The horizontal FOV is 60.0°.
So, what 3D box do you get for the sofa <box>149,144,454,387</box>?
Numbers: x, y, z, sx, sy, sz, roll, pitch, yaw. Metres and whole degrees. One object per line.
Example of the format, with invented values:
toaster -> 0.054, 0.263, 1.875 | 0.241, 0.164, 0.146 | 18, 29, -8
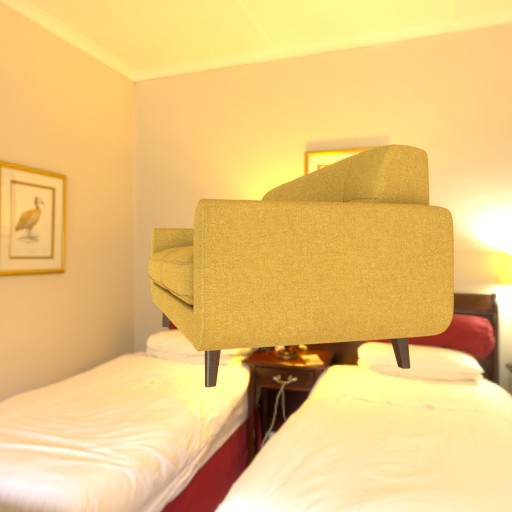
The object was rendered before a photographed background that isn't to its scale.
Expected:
sofa -> 0.000, 0.000, 2.147 | 0.909, 0.841, 1.631 | 0, 0, -18
